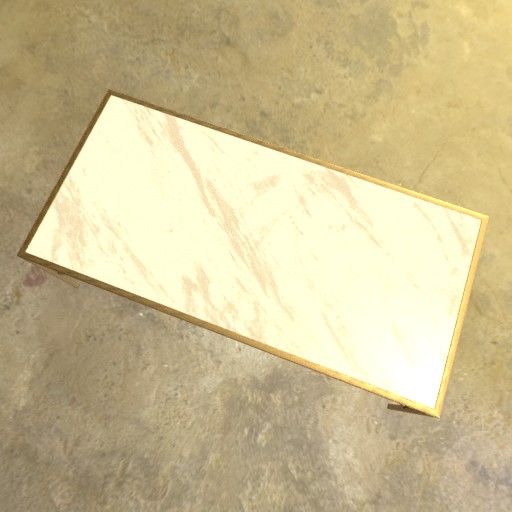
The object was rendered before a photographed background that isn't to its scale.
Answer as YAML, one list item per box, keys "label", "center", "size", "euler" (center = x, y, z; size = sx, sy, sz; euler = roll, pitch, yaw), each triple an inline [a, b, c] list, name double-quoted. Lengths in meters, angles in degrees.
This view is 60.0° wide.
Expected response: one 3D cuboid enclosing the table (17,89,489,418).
- label: "table"
  center: [0.000, 0.000, 1.432]
  size: [1.197, 0.405, 0.577]
  euler: [20, 75, 6]
